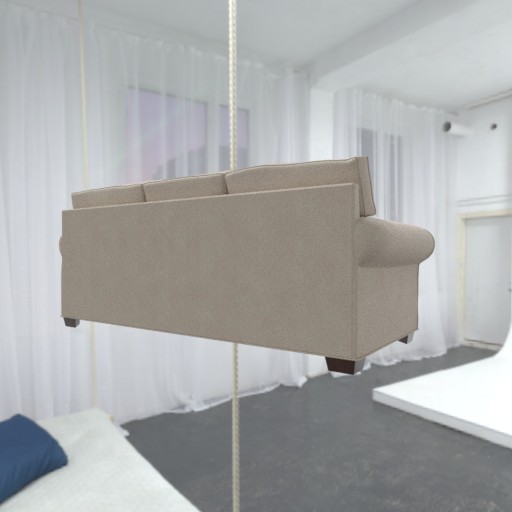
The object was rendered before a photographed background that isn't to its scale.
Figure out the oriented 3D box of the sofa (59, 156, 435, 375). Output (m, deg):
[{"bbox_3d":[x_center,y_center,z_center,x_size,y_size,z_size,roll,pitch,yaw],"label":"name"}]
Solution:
[{"bbox_3d":[0.000,0.000,2.339,1.770,0.734,1.226,0,1,35],"label":"sofa"}]
